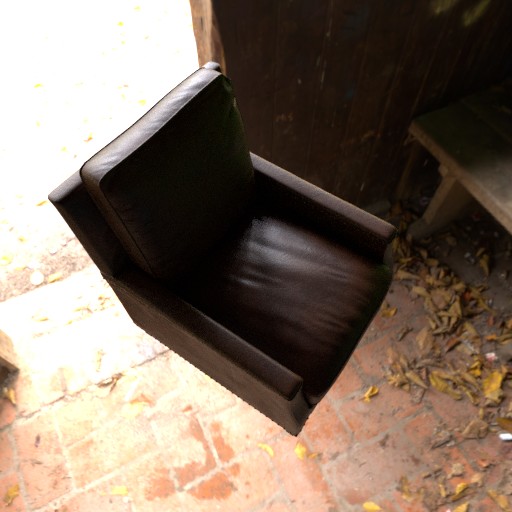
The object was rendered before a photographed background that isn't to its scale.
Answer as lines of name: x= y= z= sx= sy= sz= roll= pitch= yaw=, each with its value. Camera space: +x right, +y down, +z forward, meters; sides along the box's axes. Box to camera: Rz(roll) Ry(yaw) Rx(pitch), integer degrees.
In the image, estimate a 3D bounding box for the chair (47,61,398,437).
chair: x=0.000 y=0.000 z=1.798 sx=1.035 sy=1.054 sz=0.854 roll=30 pitch=62 yaw=18
